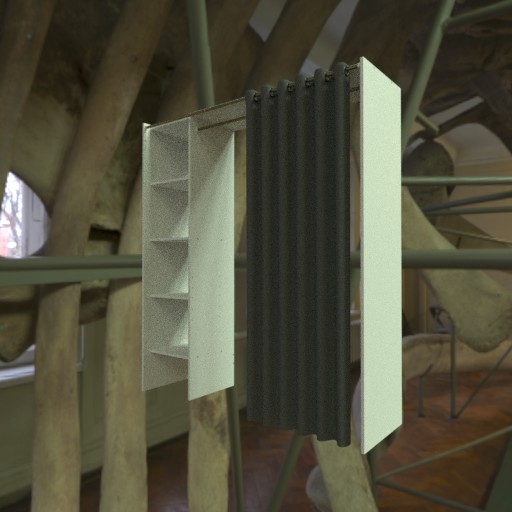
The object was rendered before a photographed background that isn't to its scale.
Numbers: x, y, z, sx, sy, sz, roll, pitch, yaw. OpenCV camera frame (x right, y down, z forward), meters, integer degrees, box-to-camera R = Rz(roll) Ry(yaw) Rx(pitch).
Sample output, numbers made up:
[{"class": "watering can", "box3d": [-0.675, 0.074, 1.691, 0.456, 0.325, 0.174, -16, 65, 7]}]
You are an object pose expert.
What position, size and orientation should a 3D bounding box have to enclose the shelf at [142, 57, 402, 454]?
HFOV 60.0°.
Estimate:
[{"class": "shelf", "box3d": [0.000, 0.000, 2.685, 1.600, 1.810, 0.500, -1, -1, 38]}]
